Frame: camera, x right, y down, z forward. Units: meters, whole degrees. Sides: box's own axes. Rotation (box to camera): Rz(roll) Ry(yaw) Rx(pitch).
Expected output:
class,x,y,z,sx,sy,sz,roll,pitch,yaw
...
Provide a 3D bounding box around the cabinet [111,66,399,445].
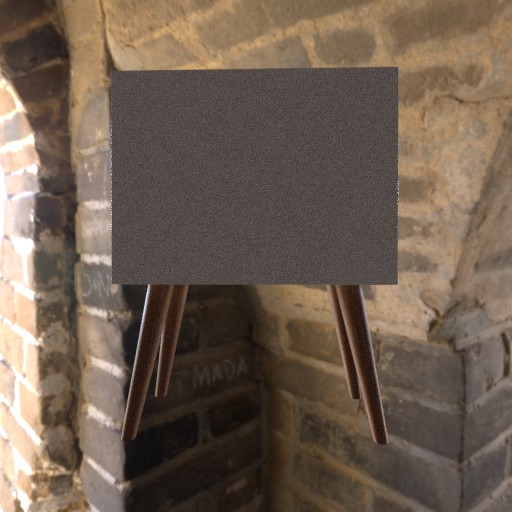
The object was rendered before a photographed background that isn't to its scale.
class,x,y,z,sx,sy,sz,roll,pitch,yaw
cabinet,0.000,0.000,1.083,0.591,0.772,0.344,0,1,2
